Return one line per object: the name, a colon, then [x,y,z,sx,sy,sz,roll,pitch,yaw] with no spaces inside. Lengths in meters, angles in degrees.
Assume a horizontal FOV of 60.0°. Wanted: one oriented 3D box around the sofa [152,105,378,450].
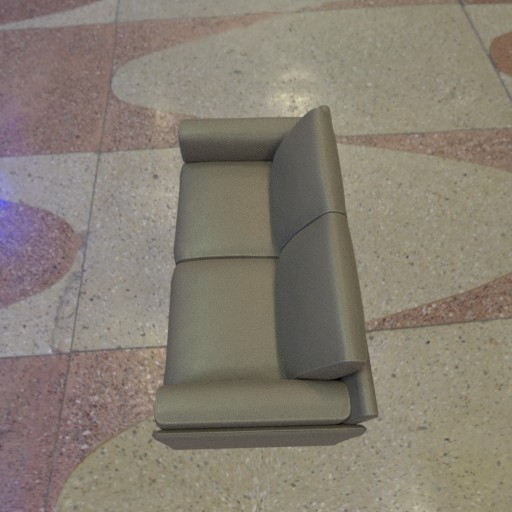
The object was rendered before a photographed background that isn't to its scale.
sofa: [0.000,0.000,2.694,1.049,0.930,2.101,-1,59,-1]
